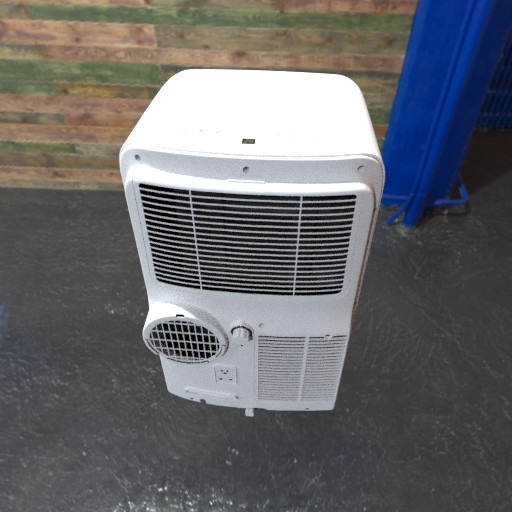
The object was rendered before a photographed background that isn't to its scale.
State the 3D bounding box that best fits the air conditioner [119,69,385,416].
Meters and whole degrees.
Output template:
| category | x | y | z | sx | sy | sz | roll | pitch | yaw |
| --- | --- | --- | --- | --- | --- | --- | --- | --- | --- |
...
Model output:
| category | x | y | z | sx | sy | sz | roll | pitch | yaw |
| --- | --- | --- | --- | --- | --- | --- | --- | --- | --- |
| air conditioner | 0.000 | 0.000 | 1.051 | 0.478 | 0.765 | 0.467 | 4 | 45 | 3 |
